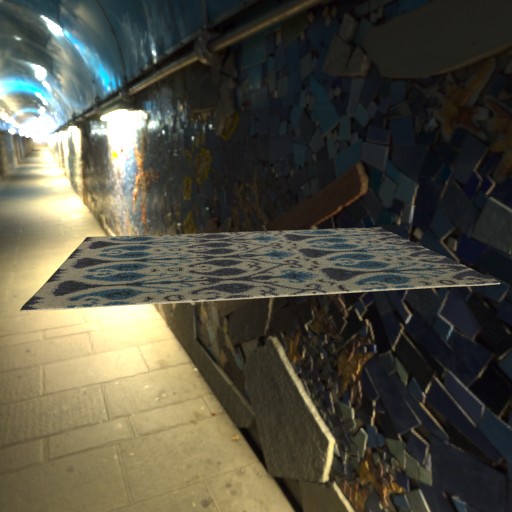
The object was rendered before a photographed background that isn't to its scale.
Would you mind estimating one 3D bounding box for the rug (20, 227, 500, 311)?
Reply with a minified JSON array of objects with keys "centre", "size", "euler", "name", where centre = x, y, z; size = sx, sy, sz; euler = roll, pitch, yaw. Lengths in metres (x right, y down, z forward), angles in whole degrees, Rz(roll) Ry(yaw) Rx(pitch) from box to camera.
[{"centre":[0.000,0.000,2.043],"size":[1.698,0.013,1.072],"euler":[-2,15,-9],"name":"rug"}]
